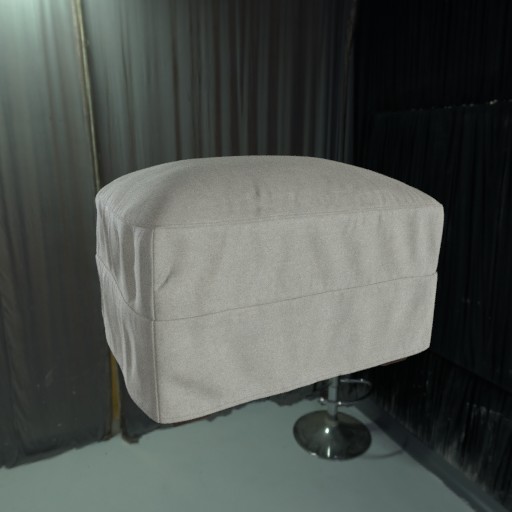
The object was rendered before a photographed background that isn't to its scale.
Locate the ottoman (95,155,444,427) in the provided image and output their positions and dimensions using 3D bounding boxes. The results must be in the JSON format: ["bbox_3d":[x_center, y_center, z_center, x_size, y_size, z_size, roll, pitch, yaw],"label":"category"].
[{"bbox_3d":[0.000,0.000,1.088,0.712,0.480,0.584,-7,17,-26],"label":"ottoman"}]
